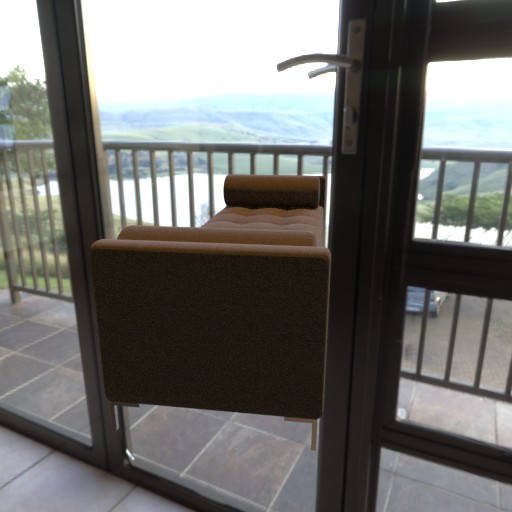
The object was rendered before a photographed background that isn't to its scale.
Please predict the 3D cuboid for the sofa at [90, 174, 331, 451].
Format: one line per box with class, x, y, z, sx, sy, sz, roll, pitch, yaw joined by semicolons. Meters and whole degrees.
sofa;0.000;0.000;2.230;0.686;0.635;1.981;2;16;8
